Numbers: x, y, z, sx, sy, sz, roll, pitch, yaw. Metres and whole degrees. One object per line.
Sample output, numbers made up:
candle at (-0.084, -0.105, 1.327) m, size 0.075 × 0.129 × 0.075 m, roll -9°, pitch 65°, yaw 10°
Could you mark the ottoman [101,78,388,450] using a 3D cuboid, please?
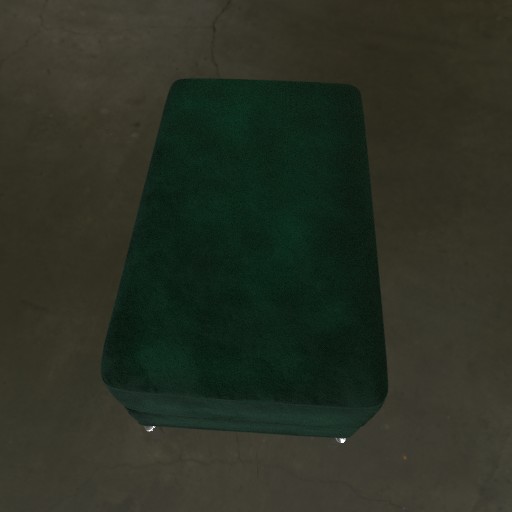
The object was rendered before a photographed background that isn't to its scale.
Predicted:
ottoman at (0.000, 0.000, 1.198) m, size 0.536 × 0.533 × 0.886 m, roll 3°, pitch 59°, yaw 2°
